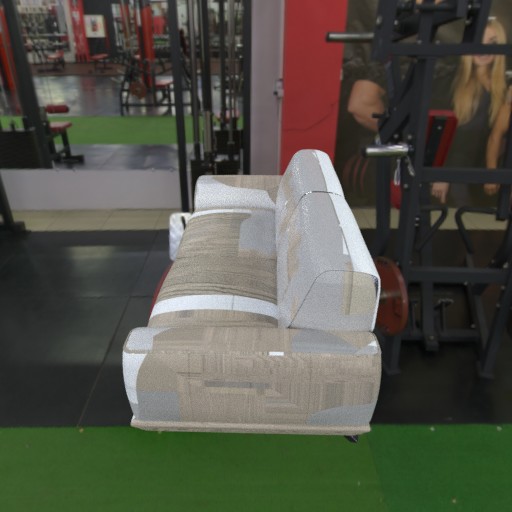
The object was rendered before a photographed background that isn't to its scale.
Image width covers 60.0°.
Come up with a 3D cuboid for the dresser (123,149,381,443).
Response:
[{"bbox_3d":[0.000,0.000,5.790,2.251,1.863,4.679,1,28,1],"label":"dresser"}]
